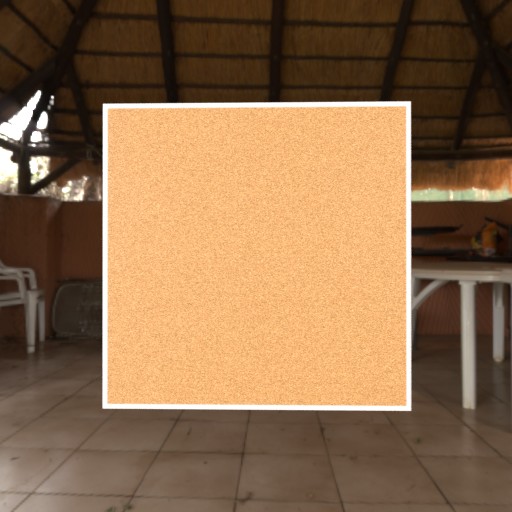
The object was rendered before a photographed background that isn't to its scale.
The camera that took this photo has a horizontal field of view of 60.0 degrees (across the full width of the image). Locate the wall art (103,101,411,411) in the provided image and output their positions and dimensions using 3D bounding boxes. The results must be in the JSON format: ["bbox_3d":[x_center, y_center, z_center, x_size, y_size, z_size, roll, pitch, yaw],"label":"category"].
[{"bbox_3d":[0.000,0.000,1.124,0.768,0.765,0.041,0,0,1],"label":"wall art"}]
